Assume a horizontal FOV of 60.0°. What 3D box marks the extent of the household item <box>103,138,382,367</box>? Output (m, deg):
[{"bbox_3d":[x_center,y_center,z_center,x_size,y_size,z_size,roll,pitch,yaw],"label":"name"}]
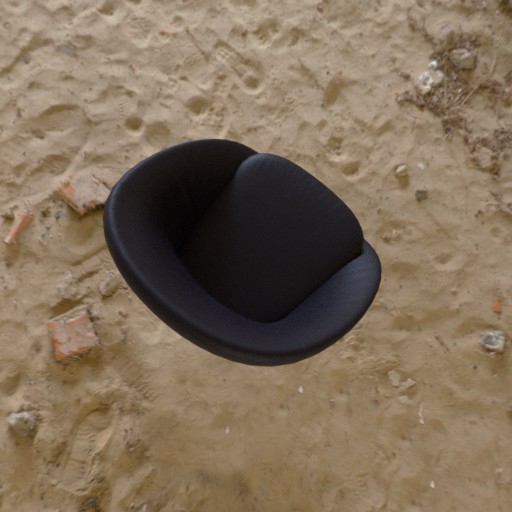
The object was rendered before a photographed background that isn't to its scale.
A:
[{"bbox_3d":[0.000,0.000,1.248,0.623,0.852,0.573,41,79,10],"label":"household item"}]
